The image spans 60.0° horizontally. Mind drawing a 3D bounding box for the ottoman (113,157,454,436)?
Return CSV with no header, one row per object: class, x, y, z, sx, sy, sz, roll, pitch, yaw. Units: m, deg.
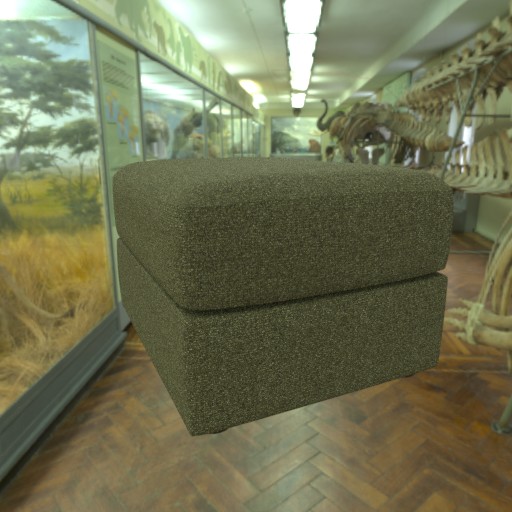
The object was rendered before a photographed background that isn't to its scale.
ottoman,0.000,0.000,1.128,0.598,0.476,0.742,-7,16,-25
